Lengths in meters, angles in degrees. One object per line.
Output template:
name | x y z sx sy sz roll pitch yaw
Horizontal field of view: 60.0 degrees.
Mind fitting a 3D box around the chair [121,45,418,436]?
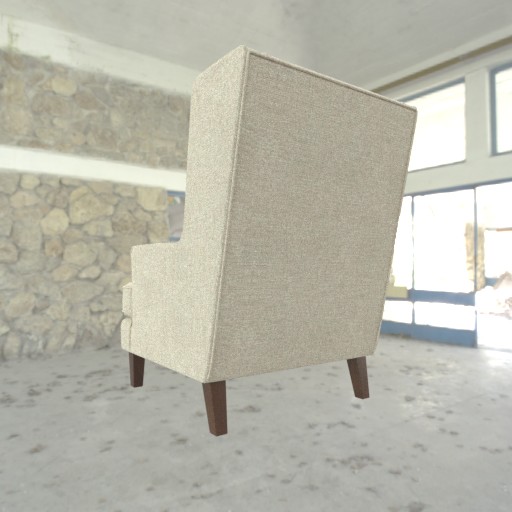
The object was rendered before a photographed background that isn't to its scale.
chair | 0.000 0.000 1.725 0.764 1.082 0.948 1 -2 -36
